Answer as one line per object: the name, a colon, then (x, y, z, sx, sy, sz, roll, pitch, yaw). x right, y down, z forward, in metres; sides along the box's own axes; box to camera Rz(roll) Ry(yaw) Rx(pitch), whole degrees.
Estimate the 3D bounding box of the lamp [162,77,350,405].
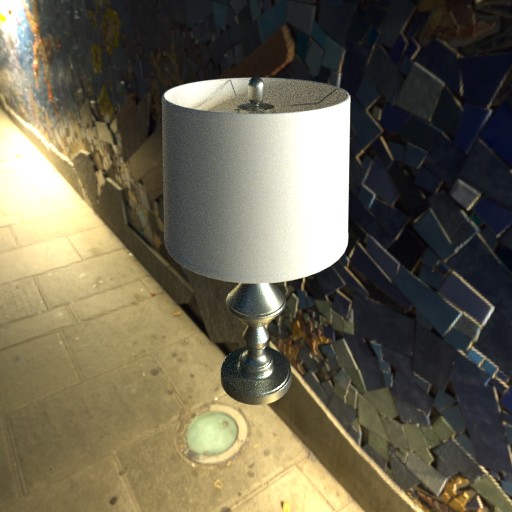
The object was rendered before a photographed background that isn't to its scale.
lamp: (0.000, 0.000, 0.967, 0.383, 0.733, 0.383, 0, 31, 0)
